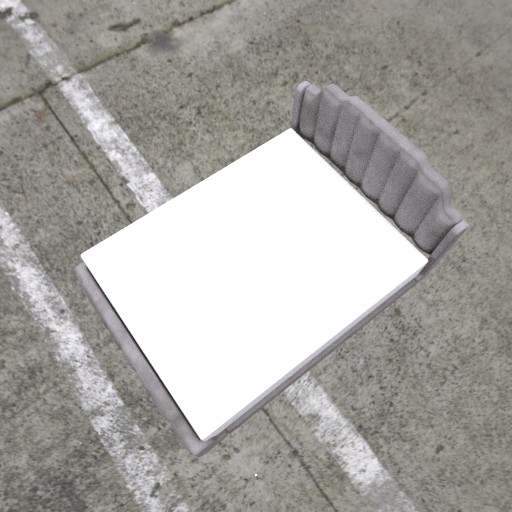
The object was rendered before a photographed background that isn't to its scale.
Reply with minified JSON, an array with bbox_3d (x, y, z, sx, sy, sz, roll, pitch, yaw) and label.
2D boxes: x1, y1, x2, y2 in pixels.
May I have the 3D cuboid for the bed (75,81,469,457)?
[{"bbox_3d":[0.000,0.000,3.285,2.340,1.245,1.676,-34,69,-16],"label":"bed"}]
